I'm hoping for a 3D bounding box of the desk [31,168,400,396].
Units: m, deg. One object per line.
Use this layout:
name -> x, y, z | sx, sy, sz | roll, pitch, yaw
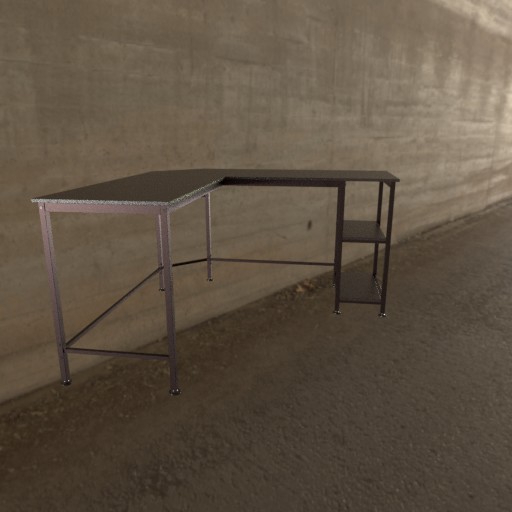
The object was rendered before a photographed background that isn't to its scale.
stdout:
desk -> 0.000, 0.000, 2.203 | 1.379, 0.739, 1.379 | 2, 16, 8
